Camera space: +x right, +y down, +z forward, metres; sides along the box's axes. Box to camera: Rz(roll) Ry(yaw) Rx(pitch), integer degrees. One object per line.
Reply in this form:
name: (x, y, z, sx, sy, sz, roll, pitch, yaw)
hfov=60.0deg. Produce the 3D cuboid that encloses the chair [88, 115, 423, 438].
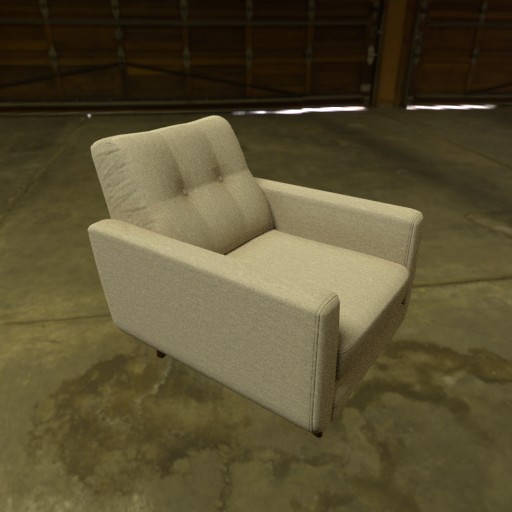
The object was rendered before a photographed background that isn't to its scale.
chair: (0.000, 0.000, 1.832, 1.128, 0.965, 0.897, 18, 32, 31)
